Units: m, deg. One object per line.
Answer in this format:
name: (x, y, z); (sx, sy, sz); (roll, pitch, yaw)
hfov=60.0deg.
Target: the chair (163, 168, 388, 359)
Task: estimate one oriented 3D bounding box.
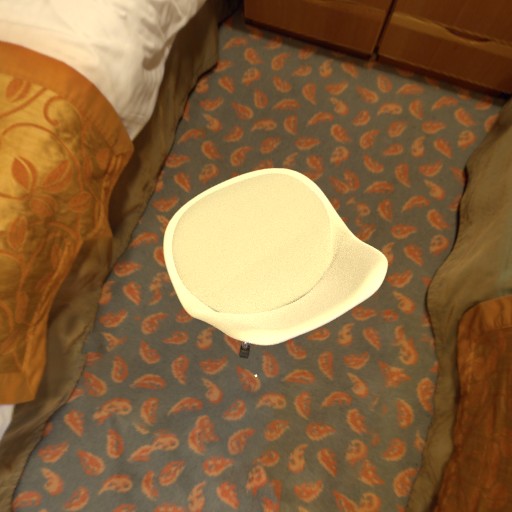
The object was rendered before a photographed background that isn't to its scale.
chair: (0.000, 0.000, 1.282); (0.550, 0.930, 0.550); (-26, 76, -7)
